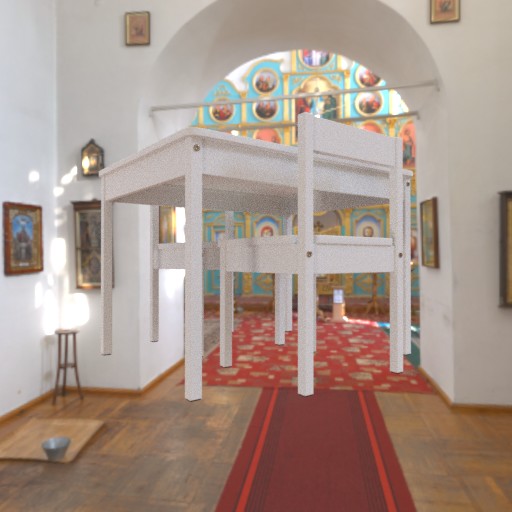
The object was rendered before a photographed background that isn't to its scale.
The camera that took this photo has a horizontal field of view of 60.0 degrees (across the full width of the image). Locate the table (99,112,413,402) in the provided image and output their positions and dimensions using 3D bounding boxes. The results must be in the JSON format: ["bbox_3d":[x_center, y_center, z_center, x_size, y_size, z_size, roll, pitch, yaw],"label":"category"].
[{"bbox_3d":[0.000,0.000,1.131,0.650,0.503,0.672,0,-1,-37],"label":"table"}]
